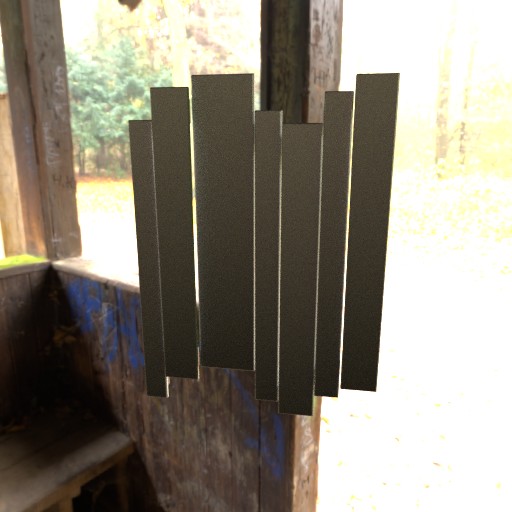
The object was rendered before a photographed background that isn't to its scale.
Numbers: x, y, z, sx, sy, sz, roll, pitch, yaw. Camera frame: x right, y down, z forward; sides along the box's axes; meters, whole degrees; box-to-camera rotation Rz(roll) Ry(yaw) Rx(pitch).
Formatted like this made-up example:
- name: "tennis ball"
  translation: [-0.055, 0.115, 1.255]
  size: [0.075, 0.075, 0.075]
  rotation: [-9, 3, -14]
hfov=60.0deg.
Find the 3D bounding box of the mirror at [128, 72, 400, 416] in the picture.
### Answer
- name: "mirror"
  translation: [0.000, 0.000, 0.793]
  size: [0.445, 0.611, 0.058]
  rotation: [2, 14, 9]
